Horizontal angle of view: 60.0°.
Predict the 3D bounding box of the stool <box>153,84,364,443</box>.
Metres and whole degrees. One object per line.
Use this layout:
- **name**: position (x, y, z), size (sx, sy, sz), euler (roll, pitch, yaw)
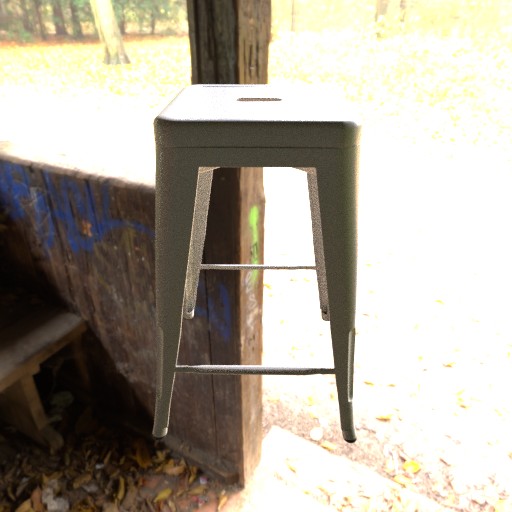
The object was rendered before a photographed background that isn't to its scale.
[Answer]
- **stool**: position (0.000, 0.000, 0.895), size (0.406, 0.610, 0.406), euler (1, 30, 1)
